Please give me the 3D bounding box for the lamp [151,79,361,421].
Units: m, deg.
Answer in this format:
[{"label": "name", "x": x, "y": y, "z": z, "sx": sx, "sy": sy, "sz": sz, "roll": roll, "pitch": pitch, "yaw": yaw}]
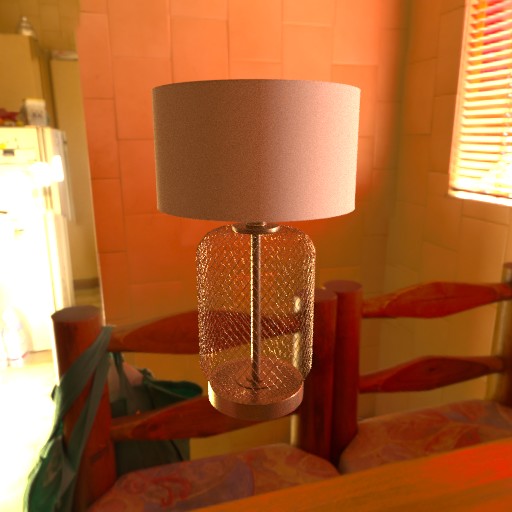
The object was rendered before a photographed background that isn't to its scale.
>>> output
[{"label": "lamp", "x": 0.000, "y": 0.000, "z": 0.834, "sx": 0.353, "sy": 0.578, "sz": 0.353, "roll": 0, "pitch": 14, "yaw": 0}]
